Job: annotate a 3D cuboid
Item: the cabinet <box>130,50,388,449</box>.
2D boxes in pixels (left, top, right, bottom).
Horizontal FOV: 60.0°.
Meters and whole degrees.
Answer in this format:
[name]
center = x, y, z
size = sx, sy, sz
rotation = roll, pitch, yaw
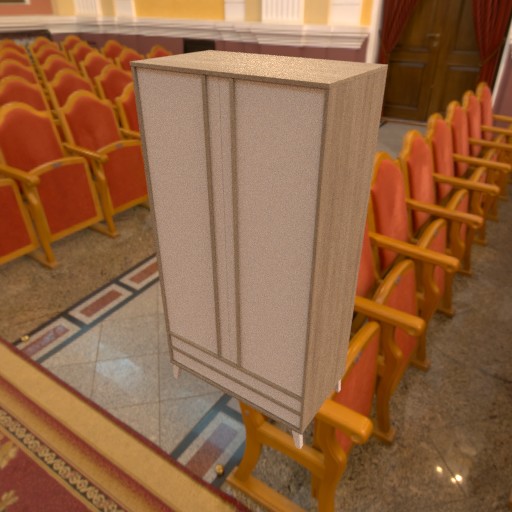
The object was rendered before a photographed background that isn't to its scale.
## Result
[cabinet]
center = 0.000, 0.000, 2.487
size = 1.006, 1.999, 0.571
rotation = 19, 36, 29
